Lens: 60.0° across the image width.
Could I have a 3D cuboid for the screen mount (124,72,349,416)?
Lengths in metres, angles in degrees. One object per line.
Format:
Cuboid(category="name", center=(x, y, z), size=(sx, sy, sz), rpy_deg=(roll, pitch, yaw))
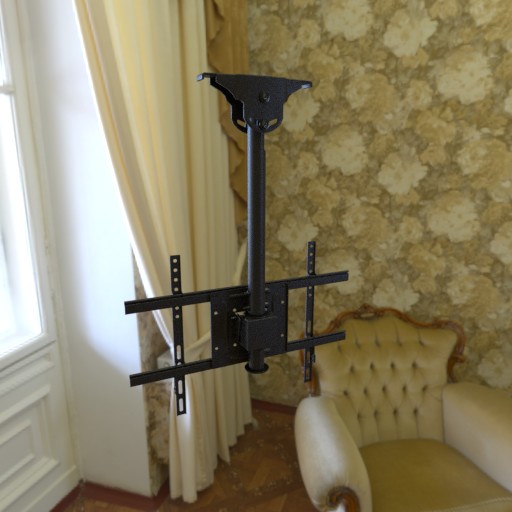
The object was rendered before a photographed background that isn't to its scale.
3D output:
Cuboid(category="screen mount", center=(0.000, 0.000, 1.030), size=(0.595, 0.775, 0.090), rpy_deg=(-6, 15, -25))
